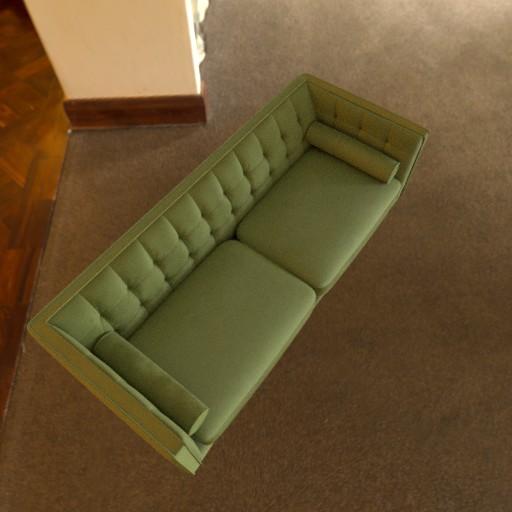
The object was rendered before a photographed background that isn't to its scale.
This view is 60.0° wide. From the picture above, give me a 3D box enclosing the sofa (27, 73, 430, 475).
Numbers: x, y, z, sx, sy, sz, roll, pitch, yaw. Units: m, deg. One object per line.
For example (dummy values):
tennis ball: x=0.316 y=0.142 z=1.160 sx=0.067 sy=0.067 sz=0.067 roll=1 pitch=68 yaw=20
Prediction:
sofa: x=0.000 y=0.000 z=2.436 sx=0.867 sy=0.789 sz=2.087 roll=33 pitch=64 yaw=18
